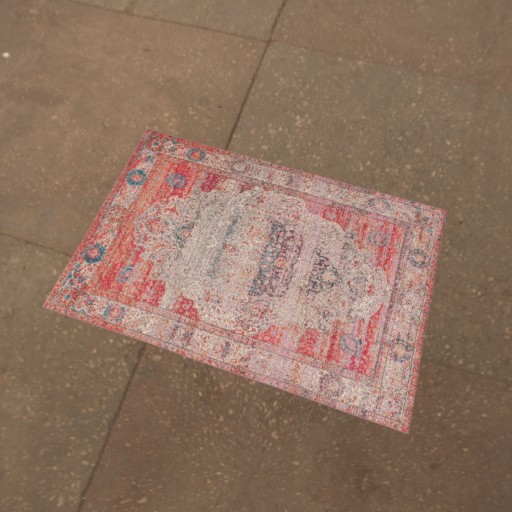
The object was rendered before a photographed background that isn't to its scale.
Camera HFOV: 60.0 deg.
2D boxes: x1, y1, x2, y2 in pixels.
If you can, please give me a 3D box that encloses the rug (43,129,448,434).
[{"bbox_3d":[0.000,0.000,2.326,1.829,0.006,1.219,17,65,8],"label":"rug"}]
